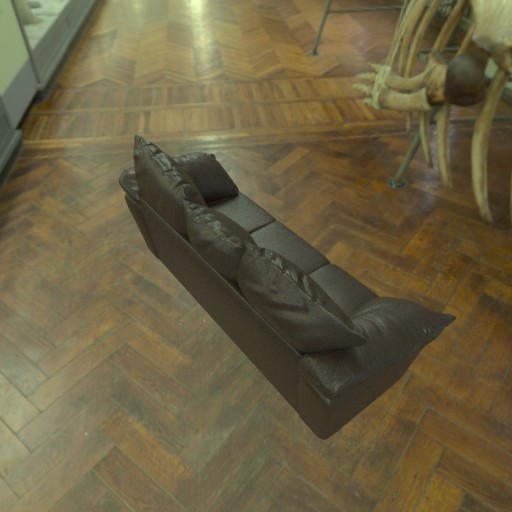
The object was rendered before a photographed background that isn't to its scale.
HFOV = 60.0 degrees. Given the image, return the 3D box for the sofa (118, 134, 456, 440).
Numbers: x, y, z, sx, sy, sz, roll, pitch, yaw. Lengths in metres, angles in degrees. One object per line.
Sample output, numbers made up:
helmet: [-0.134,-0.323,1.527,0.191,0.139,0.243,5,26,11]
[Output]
sofa: [0.000,0.000,2.983,0.907,1.091,2.390,-28,49,-27]
